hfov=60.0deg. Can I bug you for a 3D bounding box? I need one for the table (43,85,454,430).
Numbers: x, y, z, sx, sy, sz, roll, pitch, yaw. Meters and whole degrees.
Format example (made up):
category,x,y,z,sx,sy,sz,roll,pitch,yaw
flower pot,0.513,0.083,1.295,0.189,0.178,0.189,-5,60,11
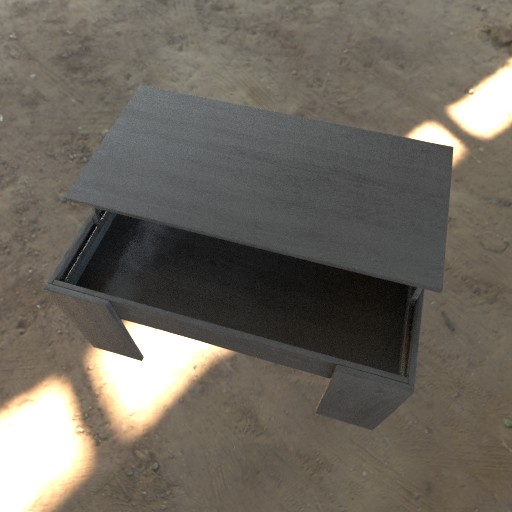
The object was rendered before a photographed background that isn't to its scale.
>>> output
category,x,y,z,sx,sy,sz,roll,pitch,yaw
table,0.000,0.000,1.433,1.000,0.570,0.711,14,59,9
